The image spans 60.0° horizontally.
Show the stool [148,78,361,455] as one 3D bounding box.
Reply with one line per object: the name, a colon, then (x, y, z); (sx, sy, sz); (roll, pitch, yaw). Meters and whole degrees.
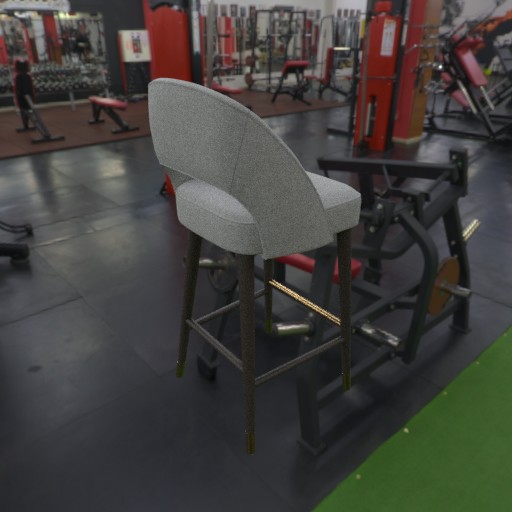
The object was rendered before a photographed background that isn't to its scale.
stool: (0.000, 0.000, 1.358); (0.509, 1.037, 0.494); (-20, 33, -34)
